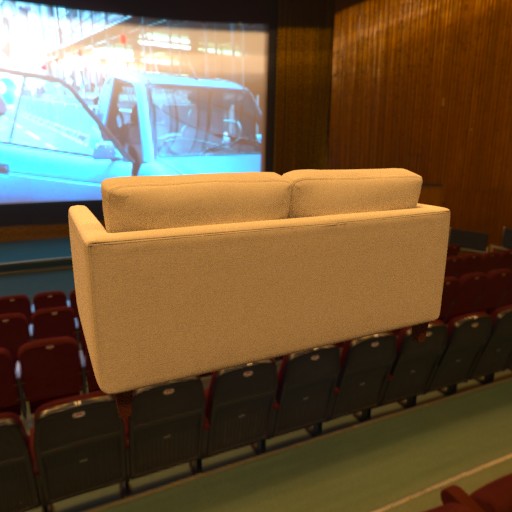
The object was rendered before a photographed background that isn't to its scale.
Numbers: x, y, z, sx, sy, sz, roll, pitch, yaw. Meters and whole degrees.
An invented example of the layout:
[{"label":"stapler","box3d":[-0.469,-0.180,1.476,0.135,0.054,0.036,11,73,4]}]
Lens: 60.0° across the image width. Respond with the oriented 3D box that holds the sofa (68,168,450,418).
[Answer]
[{"label":"sofa","box3d":[0.000,0.000,2.265,1.702,0.888,0.964,-7,16,-25]}]
